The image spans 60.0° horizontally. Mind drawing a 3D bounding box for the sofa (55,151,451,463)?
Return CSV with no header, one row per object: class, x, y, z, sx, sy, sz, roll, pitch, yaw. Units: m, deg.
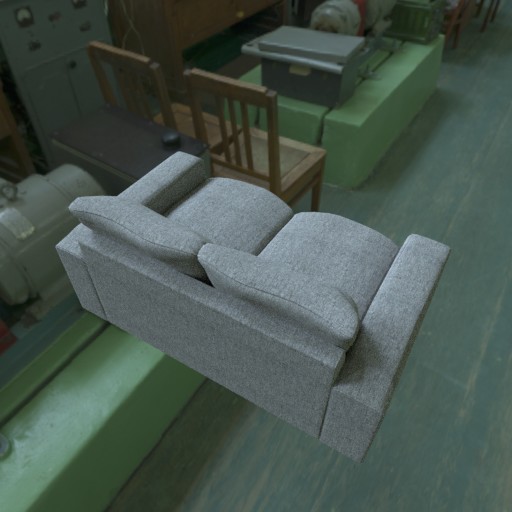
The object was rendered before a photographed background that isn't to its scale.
sofa,0.000,0.000,2.348,1.758,0.877,1.094,23,50,21
